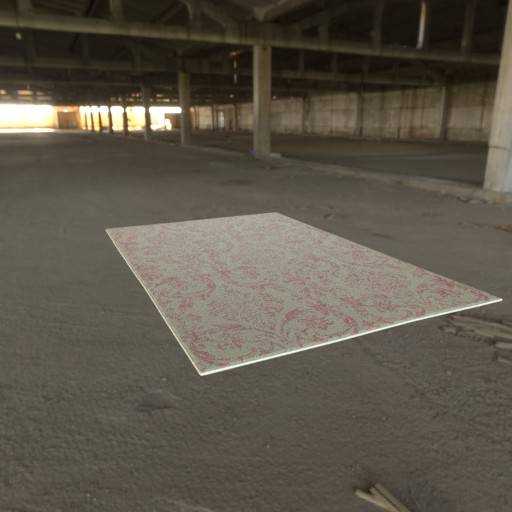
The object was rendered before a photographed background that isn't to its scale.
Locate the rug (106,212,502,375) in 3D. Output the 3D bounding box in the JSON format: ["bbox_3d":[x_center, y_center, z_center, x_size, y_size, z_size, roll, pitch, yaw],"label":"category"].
[{"bbox_3d":[0.000,0.000,3.347,1.819,0.018,2.746,-8,19,-24],"label":"rug"}]
